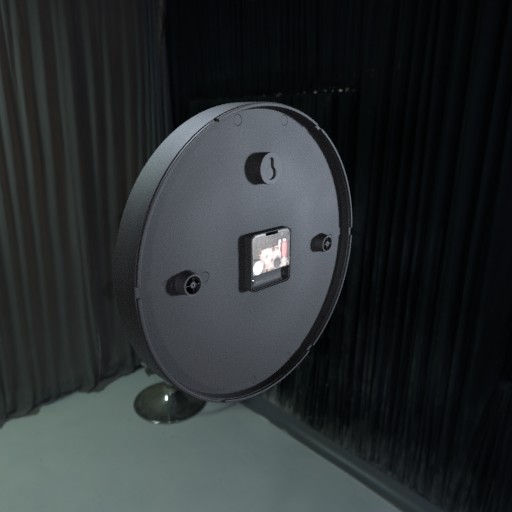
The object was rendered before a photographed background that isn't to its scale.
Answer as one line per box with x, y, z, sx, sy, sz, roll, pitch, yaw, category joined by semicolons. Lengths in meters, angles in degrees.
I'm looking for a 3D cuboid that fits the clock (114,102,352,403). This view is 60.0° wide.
0.000;0.000;0.446;0.040;0.293;0.293;16;23;42;clock
